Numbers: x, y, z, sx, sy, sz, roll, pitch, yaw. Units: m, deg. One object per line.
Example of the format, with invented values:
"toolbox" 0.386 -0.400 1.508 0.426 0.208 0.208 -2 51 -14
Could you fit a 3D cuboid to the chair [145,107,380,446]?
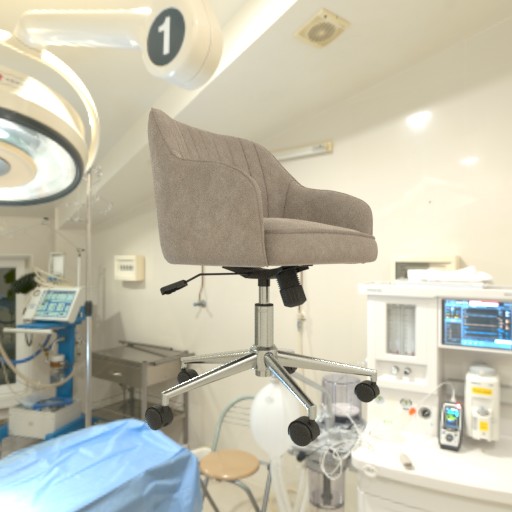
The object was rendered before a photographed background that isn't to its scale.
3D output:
"chair" 0.000 0.000 1.264 0.573 0.831 0.635 0 0 36
